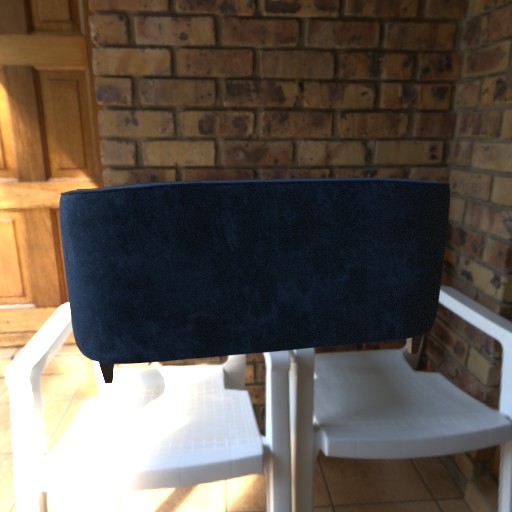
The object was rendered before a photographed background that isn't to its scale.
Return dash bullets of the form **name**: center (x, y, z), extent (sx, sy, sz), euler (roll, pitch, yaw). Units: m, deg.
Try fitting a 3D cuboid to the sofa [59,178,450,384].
- **sofa**: center (0.000, 0.000, 2.248), extent (1.733, 0.854, 0.941), euler (-3, 16, -10)
